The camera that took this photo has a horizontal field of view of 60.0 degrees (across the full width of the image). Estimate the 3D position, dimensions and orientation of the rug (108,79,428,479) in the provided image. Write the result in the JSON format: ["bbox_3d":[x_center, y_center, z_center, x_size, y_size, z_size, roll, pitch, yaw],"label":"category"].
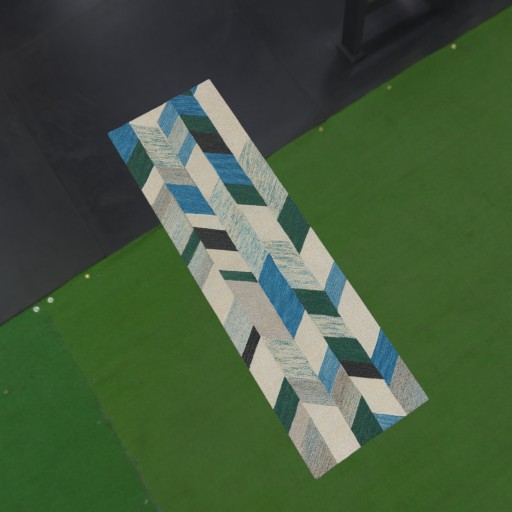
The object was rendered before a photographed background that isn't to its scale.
[{"bbox_3d":[0.000,0.000,2.683,0.774,0.008,2.437,-31,77,-8],"label":"rug"}]
